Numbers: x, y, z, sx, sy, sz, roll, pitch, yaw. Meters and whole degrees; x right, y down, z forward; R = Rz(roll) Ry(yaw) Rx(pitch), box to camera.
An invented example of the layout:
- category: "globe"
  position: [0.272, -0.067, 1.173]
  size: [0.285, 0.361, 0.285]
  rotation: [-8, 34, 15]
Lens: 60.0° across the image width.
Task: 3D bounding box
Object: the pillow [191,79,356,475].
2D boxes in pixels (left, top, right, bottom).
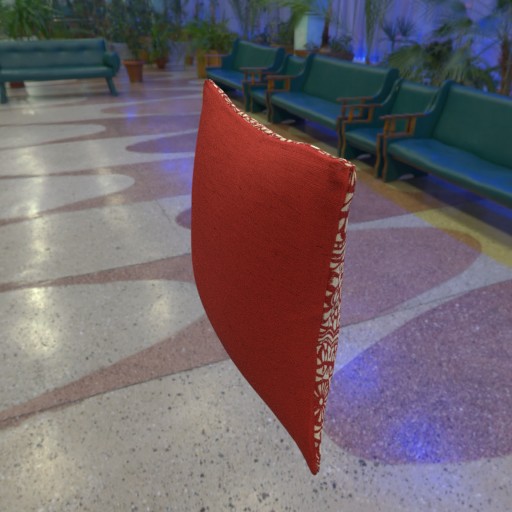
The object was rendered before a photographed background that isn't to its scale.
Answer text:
- category: "pillow"
  position: [0.000, 0.000, 0.643]
  size: [0.162, 0.419, 0.438]
  rotation: [-11, 33, -18]
